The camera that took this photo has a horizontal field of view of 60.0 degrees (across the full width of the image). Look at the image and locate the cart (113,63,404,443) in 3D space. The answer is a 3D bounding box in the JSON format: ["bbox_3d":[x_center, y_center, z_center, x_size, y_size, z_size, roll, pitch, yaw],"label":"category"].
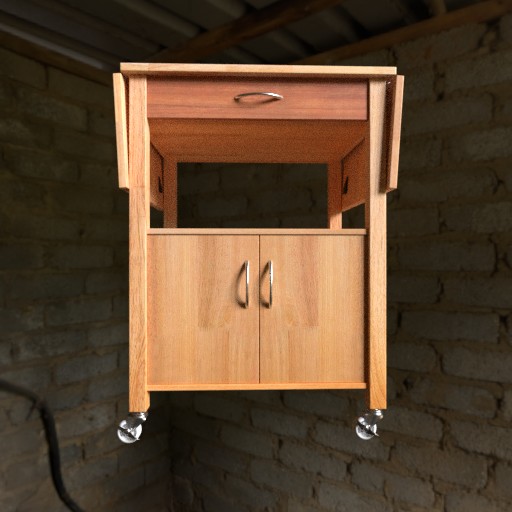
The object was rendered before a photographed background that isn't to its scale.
[{"bbox_3d":[0.000,0.000,1.223,0.640,0.838,0.508,0,0,-2],"label":"cart"}]
